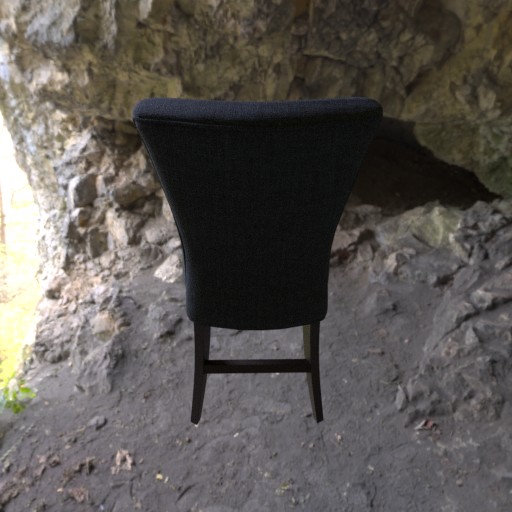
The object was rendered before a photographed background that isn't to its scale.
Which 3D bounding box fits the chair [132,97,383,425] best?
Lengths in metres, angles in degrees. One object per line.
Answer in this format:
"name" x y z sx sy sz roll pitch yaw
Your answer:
"chair" 0.000 0.000 1.356 0.520 0.991 0.660 0 28 -1
